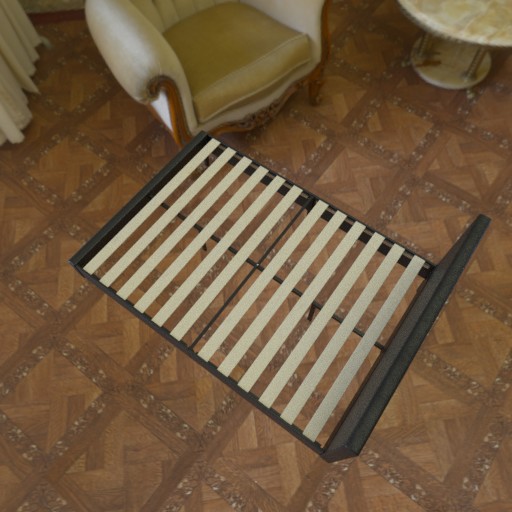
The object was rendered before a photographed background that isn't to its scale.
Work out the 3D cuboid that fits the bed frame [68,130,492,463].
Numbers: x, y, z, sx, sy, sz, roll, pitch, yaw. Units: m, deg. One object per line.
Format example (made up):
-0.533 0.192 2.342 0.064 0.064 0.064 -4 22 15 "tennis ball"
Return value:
0.000 0.000 2.912 2.152 1.046 1.469 33 68 15 "bed frame"
